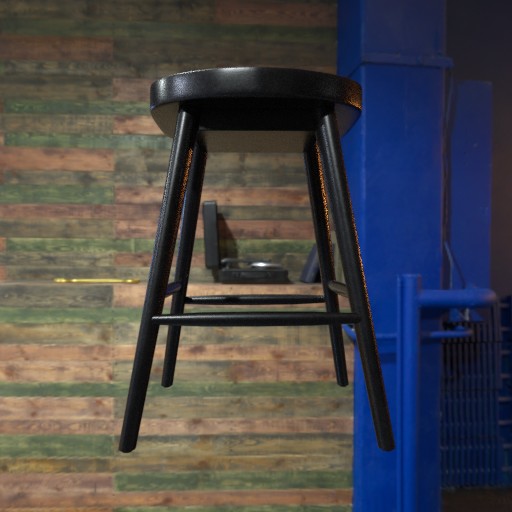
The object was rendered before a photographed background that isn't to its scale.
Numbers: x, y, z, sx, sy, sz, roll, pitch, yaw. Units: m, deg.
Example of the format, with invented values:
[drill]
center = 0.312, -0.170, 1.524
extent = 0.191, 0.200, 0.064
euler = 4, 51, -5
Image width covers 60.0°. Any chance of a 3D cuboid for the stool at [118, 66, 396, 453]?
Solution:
[stool]
center = 0.000, 0.000, 0.869
extent = 0.440, 0.615, 0.361
euler = 0, 1, -1
